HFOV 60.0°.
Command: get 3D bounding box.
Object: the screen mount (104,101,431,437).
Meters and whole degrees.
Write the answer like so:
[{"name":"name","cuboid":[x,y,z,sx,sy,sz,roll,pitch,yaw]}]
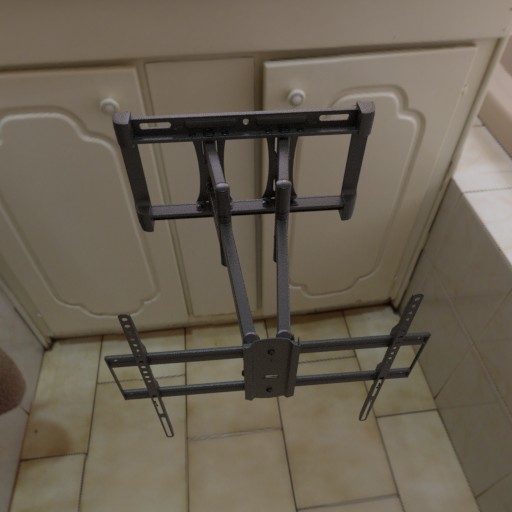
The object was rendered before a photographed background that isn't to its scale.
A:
[{"name":"screen mount","cuboid":[0.000,0.000,0.912,0.571,0.424,0.556,-4,48,-3]}]
